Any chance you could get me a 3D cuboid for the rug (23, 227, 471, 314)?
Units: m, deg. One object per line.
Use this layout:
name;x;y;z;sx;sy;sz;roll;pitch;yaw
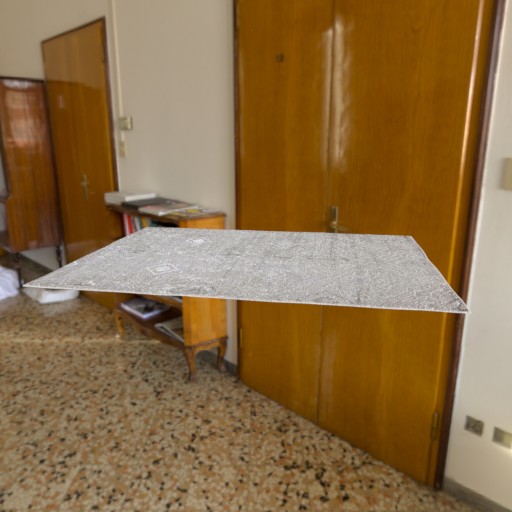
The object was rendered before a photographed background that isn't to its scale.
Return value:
rug;0.000;0.000;4.408;3.359;0.020;2.448;3;15;9
